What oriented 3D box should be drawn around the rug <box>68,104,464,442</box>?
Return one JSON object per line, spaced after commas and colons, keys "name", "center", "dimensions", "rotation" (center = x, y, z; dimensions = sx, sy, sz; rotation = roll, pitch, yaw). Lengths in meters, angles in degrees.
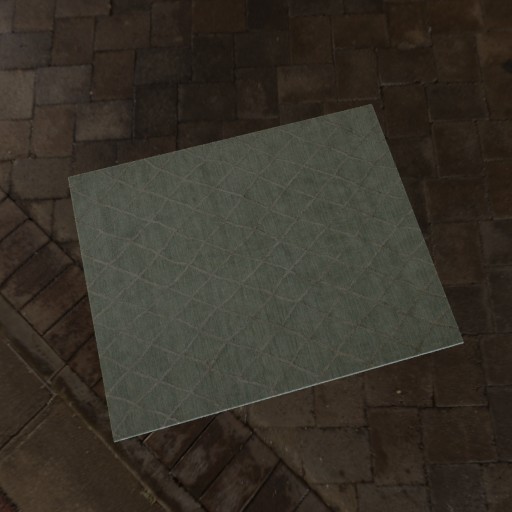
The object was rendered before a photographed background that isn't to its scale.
{"name": "rug", "center": [0.000, 0.000, 4.005], "dimensions": [3.039, 0.019, 2.420], "rotation": [-15, 75, -4]}
